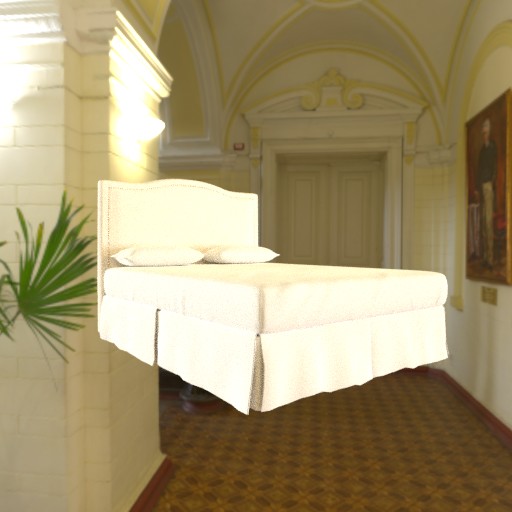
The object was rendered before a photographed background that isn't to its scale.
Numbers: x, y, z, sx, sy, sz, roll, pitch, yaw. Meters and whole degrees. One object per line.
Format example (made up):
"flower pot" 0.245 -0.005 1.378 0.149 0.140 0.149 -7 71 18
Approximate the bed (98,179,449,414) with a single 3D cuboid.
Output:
"bed" 0.000 0.000 3.466 1.821 1.436 2.282 -1 2 -38
